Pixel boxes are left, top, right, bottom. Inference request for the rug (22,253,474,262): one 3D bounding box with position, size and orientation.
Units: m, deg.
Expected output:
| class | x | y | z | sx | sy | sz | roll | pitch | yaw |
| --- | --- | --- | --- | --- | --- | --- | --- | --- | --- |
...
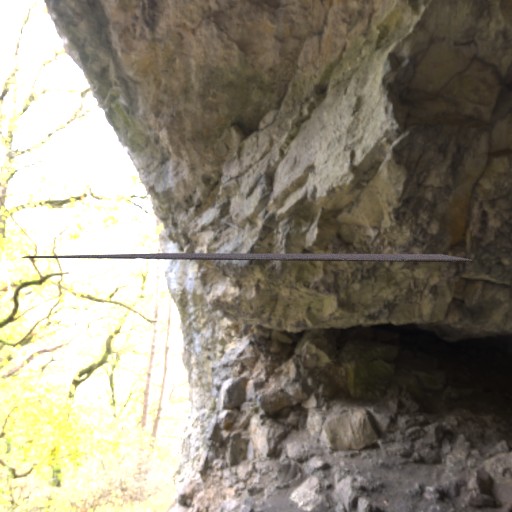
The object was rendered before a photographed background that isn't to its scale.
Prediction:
| class | x | y | z | sx | sy | sz | roll | pitch | yaw |
| --- | --- | --- | --- | --- | --- | --- | --- | --- | --- |
| rug | 0.000 | 0.000 | 2.995 | 2.457 | 0.012 | 1.541 | 0 | 1 | 18 |
